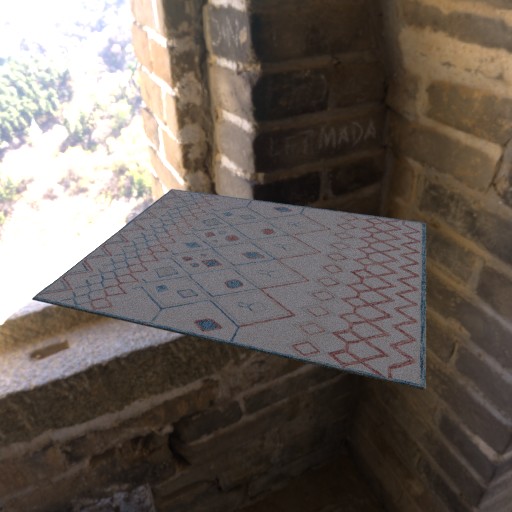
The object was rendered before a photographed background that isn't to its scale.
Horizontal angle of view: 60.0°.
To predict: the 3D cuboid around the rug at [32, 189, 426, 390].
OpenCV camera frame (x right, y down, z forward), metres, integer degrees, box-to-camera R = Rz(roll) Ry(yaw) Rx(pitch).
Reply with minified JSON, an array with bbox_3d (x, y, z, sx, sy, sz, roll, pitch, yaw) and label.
[{"bbox_3d":[0.000,0.000,4.188,3.050,0.016,2.441,10,32,16],"label":"rug"}]
